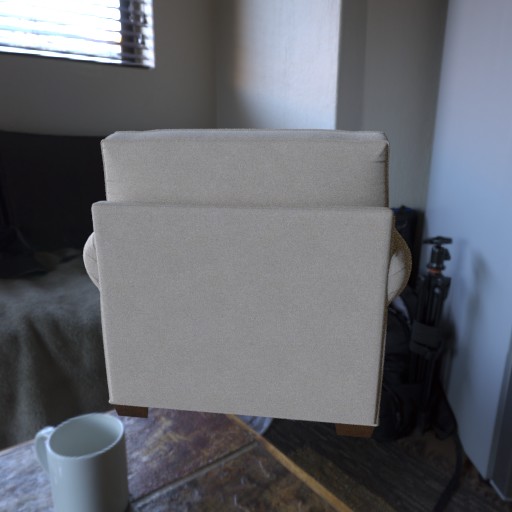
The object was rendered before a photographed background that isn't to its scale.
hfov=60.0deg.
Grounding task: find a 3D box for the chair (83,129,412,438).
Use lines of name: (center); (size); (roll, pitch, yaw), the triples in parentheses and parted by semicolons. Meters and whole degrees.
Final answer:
chair: (0.000, 0.000, 1.732); (1.040, 0.955, 0.863); (2, 16, 7)
